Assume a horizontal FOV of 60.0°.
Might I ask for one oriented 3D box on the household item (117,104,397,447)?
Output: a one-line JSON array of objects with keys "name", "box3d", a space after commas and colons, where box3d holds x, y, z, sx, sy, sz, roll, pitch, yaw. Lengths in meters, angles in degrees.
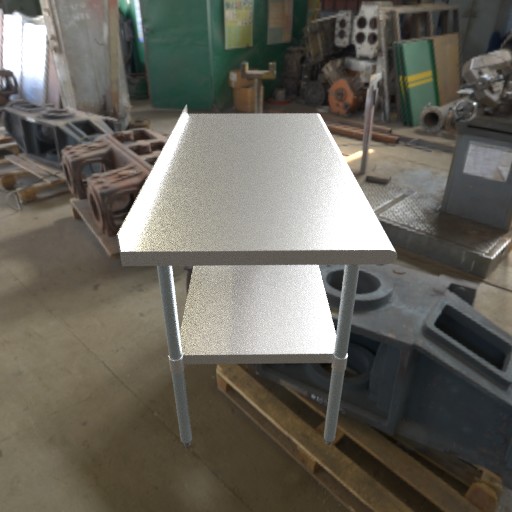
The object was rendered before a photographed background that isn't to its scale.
[{"name": "household item", "box3d": [0.000, 0.000, 1.688, 0.610, 0.851, 1.219, 0, 31, -1]}]
